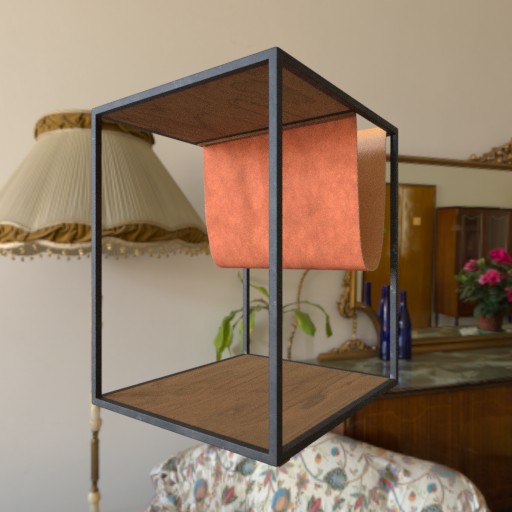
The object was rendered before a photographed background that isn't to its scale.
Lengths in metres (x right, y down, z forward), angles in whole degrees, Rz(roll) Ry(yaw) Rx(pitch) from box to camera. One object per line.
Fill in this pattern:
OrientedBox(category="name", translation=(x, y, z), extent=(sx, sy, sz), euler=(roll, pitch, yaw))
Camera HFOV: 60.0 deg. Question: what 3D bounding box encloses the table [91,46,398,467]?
OrientedBox(category="table", translation=(0.000, 0.000, 0.854), extent=(0.399, 0.536, 0.450), euler=(0, 0, 37))
